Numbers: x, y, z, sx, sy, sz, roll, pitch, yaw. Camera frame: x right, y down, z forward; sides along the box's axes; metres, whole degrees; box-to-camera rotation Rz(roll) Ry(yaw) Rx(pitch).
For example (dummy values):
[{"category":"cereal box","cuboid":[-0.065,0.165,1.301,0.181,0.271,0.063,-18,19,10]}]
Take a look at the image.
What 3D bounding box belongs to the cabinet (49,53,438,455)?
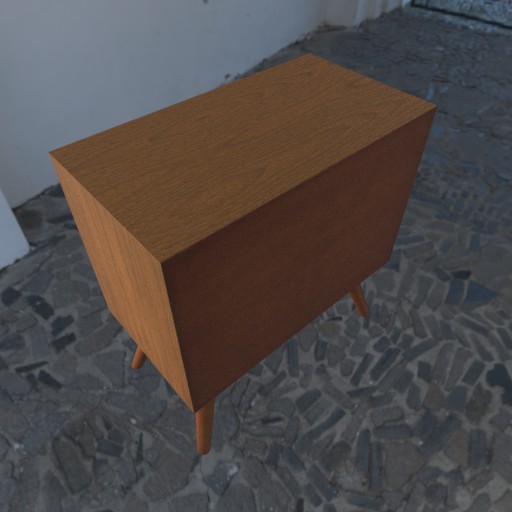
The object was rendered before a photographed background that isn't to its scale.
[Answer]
[{"category":"cabinet","cuboid":[0.000,0.000,1.164,0.712,0.748,0.388,-32,54,-28]}]
